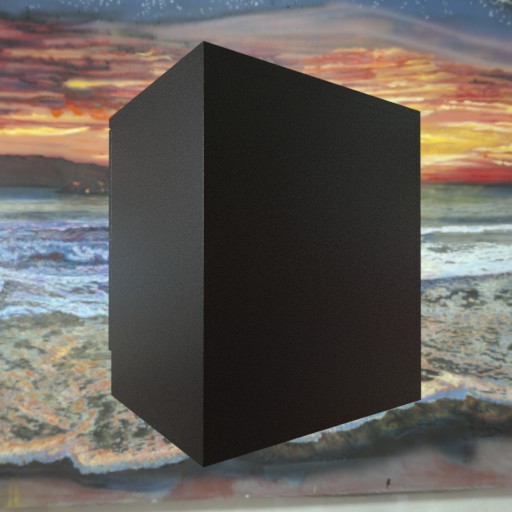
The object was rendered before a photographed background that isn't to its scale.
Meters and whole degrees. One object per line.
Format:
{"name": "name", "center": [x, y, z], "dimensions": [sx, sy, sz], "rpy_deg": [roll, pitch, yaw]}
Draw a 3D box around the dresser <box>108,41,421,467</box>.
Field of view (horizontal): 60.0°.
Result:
{"name": "dresser", "center": [0.000, 0.000, 0.749], "dimensions": [0.400, 0.470, 0.360], "rpy_deg": [0, 0, -36]}
